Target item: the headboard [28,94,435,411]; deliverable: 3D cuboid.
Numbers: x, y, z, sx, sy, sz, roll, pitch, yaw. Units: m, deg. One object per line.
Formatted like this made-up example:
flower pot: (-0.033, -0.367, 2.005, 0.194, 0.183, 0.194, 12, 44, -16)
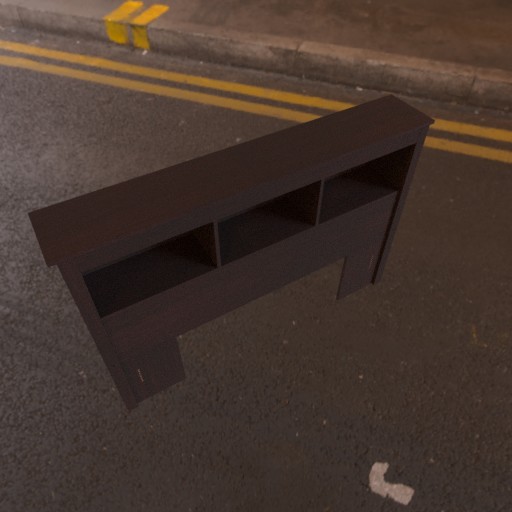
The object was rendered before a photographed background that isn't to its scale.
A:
headboard: (0.000, 0.000, 2.139, 1.671, 1.092, 0.279, -23, 51, -20)
